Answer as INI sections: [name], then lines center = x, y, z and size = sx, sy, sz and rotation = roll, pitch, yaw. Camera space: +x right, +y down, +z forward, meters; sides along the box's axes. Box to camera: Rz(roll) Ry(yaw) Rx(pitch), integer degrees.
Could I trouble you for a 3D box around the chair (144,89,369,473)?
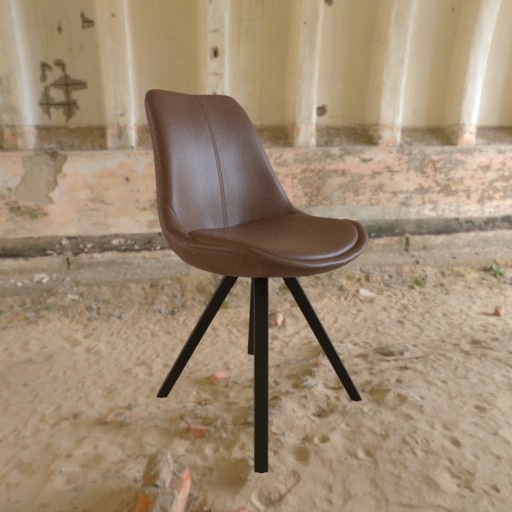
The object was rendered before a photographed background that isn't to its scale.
[chair]
center = 0.000, 0.000, 1.174
size = 0.550, 0.850, 0.475
rotation = 14, 21, 43
